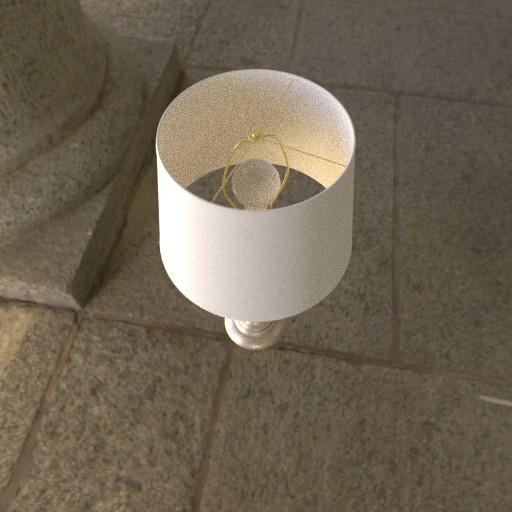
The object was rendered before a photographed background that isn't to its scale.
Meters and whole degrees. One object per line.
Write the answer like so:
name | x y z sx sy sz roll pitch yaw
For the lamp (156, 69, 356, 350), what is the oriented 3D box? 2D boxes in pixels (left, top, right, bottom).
lamp | 0.000 0.000 0.828 0.328 0.612 0.328 0 59 0
